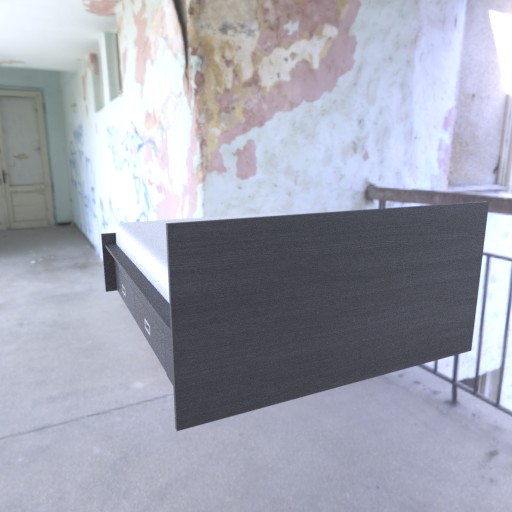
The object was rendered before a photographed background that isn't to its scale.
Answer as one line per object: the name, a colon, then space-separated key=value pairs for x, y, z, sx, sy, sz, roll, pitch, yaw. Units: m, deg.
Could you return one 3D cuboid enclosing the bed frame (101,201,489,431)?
bed frame: x=0.000 y=0.000 z=2.805 sx=1.622 sy=0.800 sz=1.960 roll=-6 pitch=15 yaw=-25
